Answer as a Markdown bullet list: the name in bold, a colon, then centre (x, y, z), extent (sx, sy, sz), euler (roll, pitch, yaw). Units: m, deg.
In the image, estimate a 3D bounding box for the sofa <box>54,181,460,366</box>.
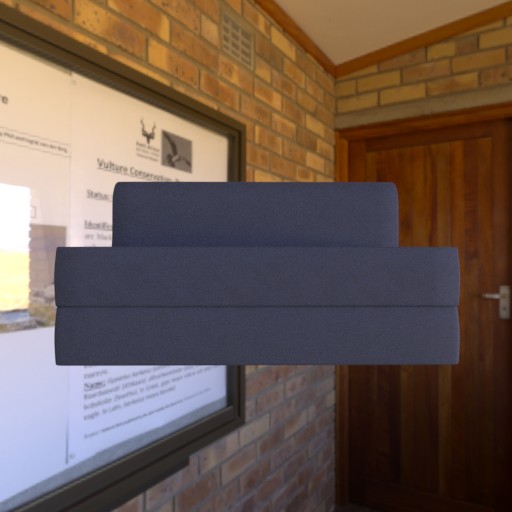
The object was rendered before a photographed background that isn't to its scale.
- **sofa**: centre (0.000, 0.000, 1.690), extent (1.219, 0.660, 0.762), euler (0, -1, -1)
